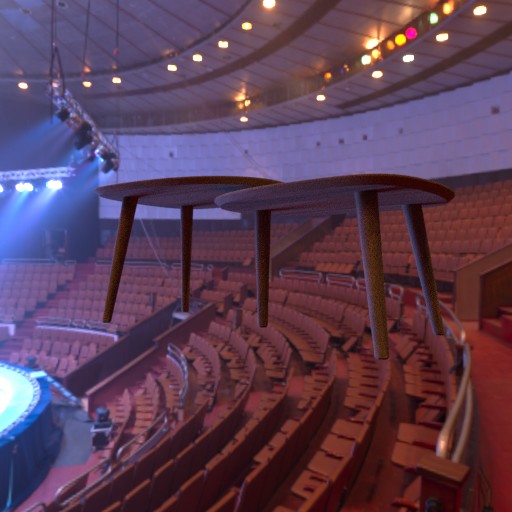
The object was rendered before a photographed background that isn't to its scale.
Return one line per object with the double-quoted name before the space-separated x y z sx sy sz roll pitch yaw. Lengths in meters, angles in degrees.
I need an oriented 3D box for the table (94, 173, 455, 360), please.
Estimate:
"table" 0.000 0.000 1.336 1.084 0.429 0.527 -1 -1 36
